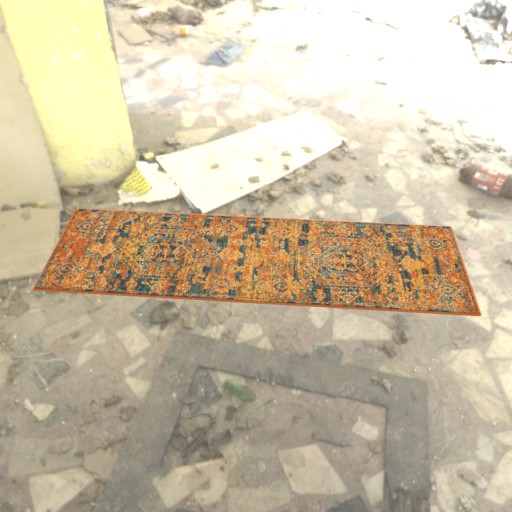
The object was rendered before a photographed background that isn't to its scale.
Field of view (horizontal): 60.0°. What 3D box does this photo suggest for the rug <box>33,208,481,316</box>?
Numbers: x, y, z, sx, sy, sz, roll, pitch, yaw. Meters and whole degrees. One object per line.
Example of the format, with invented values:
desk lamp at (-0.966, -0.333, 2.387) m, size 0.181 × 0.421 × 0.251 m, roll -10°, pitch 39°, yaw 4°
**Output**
rug at (0.000, 0.000, 2.458) m, size 2.274 × 0.016 × 0.651 m, roll 3°, pitch 47°, yaw 3°
